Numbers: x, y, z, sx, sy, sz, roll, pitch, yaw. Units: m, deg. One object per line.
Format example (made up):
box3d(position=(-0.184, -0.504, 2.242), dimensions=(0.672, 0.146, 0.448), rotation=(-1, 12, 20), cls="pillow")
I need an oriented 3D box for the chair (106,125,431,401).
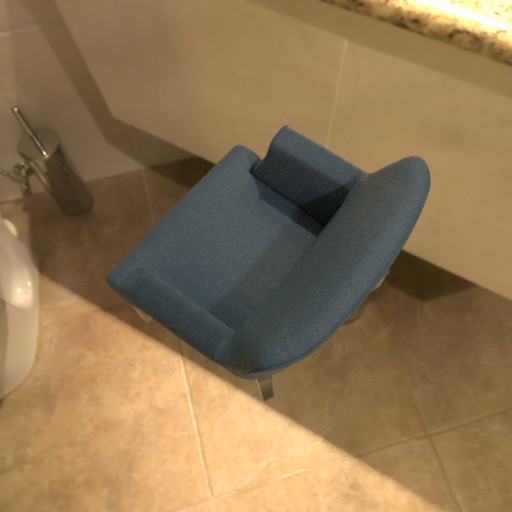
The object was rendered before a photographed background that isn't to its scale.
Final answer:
box3d(position=(0.000, 0.000, 1.459), dimensions=(0.754, 0.878, 0.770), rotation=(34, 69, 15), cls="chair")
